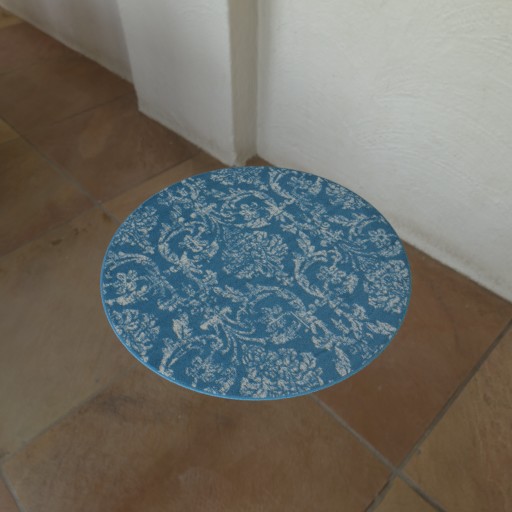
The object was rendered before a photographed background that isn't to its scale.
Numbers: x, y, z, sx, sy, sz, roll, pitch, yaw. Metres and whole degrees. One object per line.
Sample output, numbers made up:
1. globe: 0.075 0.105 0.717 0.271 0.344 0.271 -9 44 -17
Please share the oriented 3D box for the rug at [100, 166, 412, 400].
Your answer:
1. rug: 0.000 0.000 2.333 1.593 0.012 1.593 0 47 0
